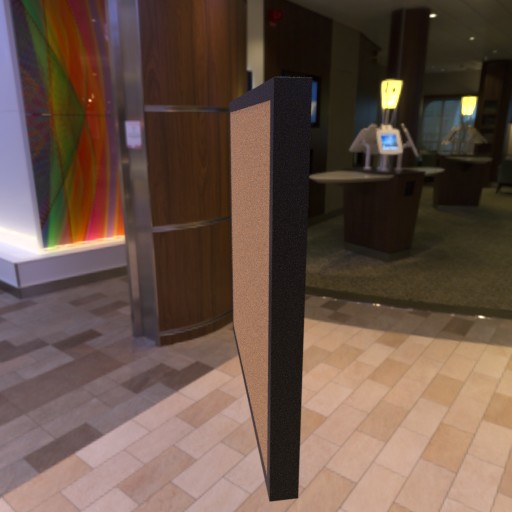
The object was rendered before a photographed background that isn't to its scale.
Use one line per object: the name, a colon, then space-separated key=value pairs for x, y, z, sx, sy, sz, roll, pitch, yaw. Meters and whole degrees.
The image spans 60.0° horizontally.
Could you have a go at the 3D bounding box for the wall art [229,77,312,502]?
wall art: x=0.000 y=0.000 z=0.740 sx=0.038 sy=0.508 sz=0.508 roll=-2 pitch=17 yaw=-8
